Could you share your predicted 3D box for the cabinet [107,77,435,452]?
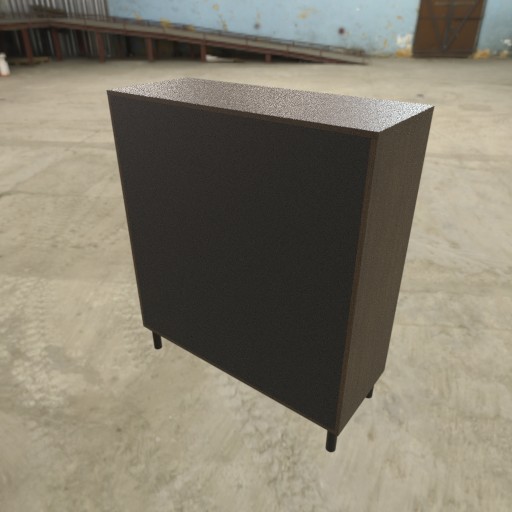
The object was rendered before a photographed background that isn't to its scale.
[{"bbox_3d":[0.000,0.000,1.710,1.010,1.170,0.400,20,35,32],"label":"cabinet"}]
